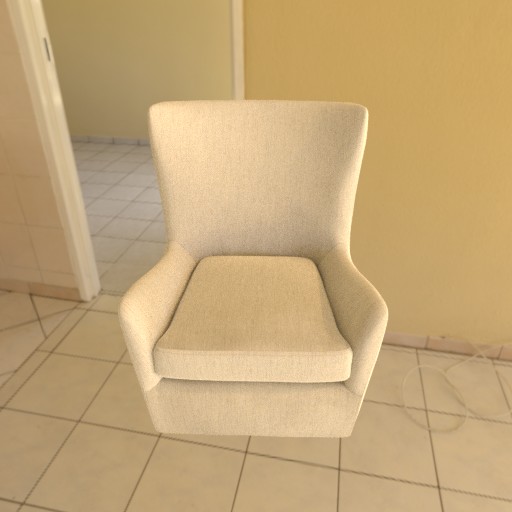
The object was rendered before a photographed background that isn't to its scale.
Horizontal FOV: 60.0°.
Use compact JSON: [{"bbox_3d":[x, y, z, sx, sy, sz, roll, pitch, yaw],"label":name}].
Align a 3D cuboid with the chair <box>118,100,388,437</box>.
[{"bbox_3d":[0.000,0.000,1.641,0.779,1.000,0.904,1,30,1],"label":"chair"}]
